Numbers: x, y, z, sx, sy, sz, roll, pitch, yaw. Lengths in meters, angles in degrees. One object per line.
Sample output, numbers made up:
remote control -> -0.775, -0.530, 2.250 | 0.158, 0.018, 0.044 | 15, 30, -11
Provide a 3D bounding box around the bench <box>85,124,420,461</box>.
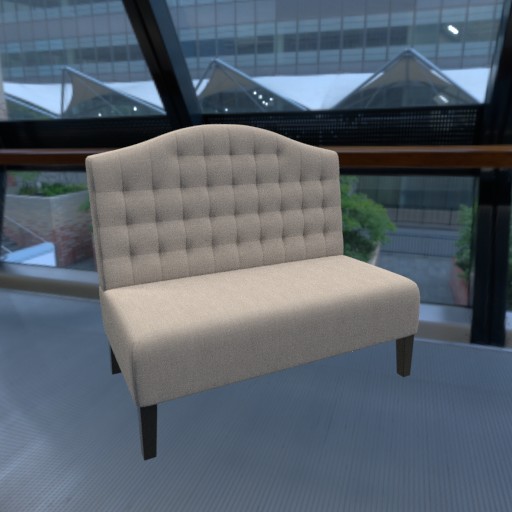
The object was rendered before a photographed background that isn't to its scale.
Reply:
bench -> 0.000, 0.000, 2.054 | 1.335, 1.180, 0.815 | -8, 17, -26
